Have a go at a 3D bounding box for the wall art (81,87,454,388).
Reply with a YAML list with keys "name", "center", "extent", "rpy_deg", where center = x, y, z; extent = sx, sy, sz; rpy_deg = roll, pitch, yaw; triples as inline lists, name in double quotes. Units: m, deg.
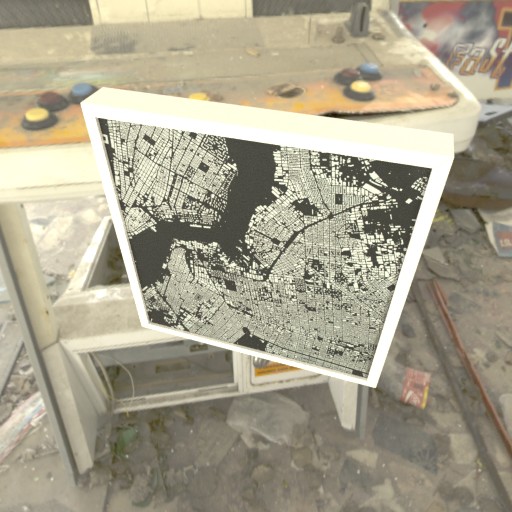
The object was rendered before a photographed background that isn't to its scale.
- name: "wall art"
  center: [0.000, 0.000, 0.463]
  extent: [0.305, 0.305, 0.037]
  rpy_deg: [12, 44, 13]
